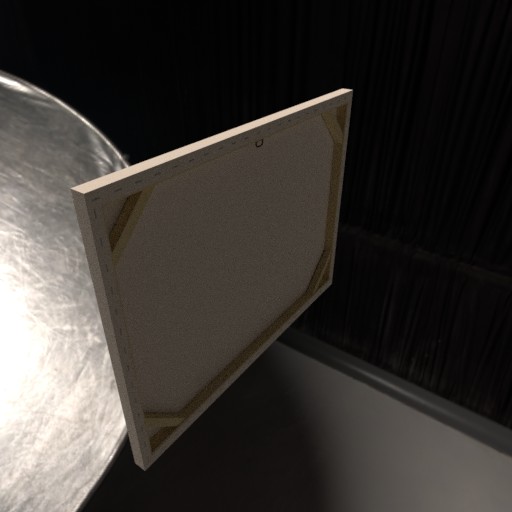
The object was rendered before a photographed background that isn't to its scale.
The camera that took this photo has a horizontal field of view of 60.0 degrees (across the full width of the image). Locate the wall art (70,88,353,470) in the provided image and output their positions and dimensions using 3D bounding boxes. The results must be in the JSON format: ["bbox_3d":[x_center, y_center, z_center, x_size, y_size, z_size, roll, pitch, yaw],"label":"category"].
[{"bbox_3d":[0.000,0.000,1.286,0.038,0.762,1.016,21,37,30],"label":"wall art"}]
